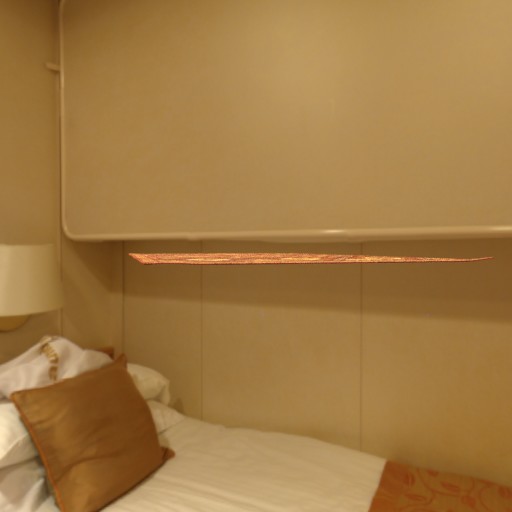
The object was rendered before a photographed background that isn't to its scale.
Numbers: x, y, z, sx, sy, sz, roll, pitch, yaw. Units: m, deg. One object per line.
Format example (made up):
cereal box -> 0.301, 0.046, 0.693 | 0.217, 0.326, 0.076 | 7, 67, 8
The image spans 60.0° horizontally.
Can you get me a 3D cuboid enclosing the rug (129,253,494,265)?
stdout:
rug -> 0.000, 0.000, 2.839 | 1.521, 0.026, 2.286 | 0, 1, -17
